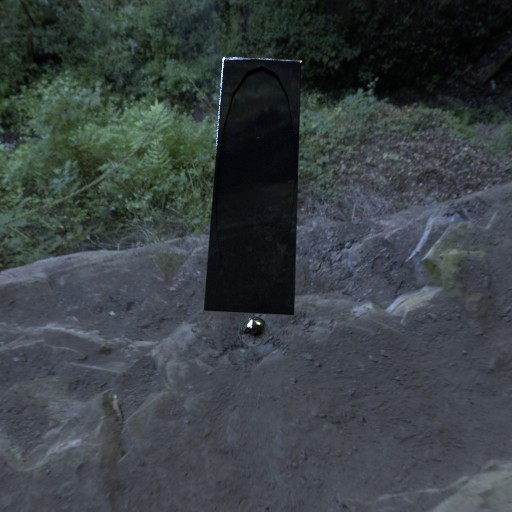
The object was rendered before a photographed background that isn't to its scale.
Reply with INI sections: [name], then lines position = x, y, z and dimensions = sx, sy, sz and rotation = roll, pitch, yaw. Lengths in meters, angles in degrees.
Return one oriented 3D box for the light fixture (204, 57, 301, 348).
[light fixture]
position = 0.000, 0.000, 1.672
dimensions = 0.188, 1.408, 0.623
rotation = 3, 76, 1
